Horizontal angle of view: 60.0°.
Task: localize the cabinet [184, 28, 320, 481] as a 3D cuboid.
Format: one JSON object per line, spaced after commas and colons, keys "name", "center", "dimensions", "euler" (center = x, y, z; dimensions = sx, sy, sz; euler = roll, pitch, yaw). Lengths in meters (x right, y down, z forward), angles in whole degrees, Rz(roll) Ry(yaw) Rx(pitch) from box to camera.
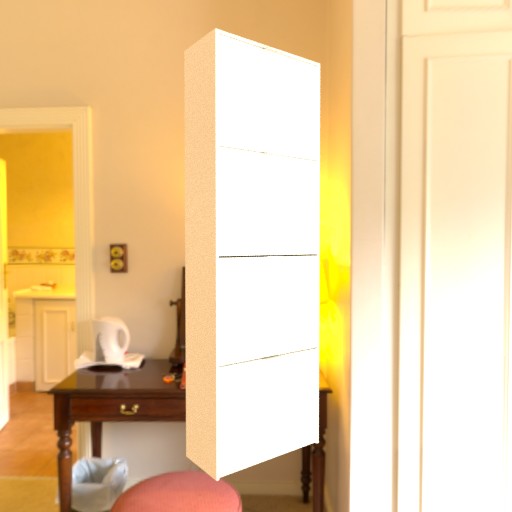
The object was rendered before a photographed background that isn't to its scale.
{"name": "cabinet", "center": [0.000, 0.000, 1.835], "dimensions": [0.520, 1.630, 0.255], "euler": [-1, 2, -37]}
